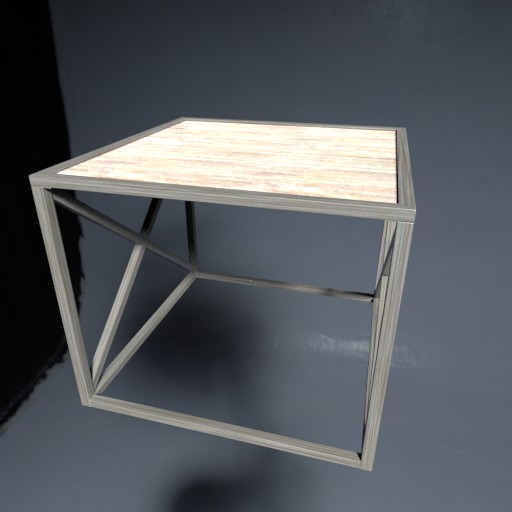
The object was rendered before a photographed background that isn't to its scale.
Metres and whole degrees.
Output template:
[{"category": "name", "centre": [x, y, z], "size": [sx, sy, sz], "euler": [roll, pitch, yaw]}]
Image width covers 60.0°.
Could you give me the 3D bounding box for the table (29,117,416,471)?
[{"category": "table", "centre": [0.000, 0.000, 1.033], "size": [0.609, 0.507, 0.611], "euler": [7, 27, 14]}]
